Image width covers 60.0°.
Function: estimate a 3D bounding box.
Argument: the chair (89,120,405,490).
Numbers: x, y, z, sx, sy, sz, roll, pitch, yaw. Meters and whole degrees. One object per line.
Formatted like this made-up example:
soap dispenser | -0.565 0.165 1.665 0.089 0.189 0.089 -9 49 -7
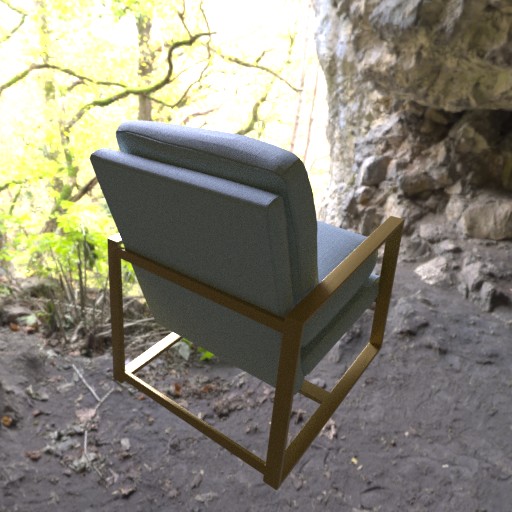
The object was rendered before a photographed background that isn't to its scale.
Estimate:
chair | 0.000 0.000 1.541 0.758 0.956 0.813 20 36 31
